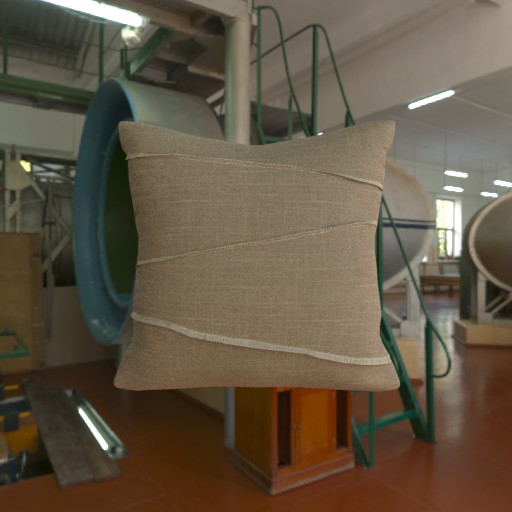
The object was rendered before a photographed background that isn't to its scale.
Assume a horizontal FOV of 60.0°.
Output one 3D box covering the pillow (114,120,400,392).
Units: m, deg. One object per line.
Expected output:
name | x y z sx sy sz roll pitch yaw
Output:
pillow | 0.000 0.000 0.651 0.424 0.400 0.169 0 0 1
